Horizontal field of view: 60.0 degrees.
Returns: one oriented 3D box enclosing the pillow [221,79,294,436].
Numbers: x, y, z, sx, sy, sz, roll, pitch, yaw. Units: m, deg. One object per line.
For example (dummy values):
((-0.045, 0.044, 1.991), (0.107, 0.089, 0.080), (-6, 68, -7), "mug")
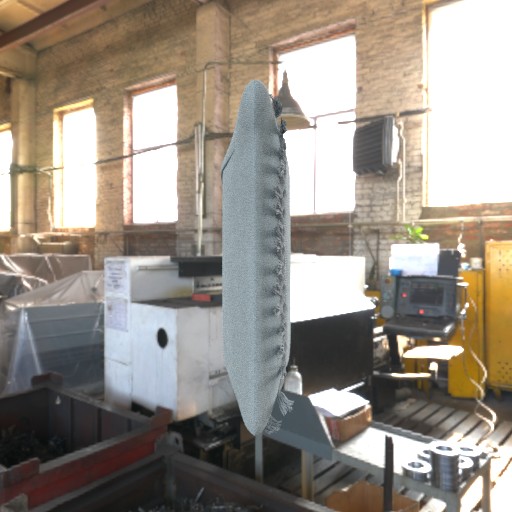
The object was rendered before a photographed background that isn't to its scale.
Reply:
((0.000, 0.000, 0.597), (0.084, 0.305, 0.466), (0, 0, 0), "pillow")
